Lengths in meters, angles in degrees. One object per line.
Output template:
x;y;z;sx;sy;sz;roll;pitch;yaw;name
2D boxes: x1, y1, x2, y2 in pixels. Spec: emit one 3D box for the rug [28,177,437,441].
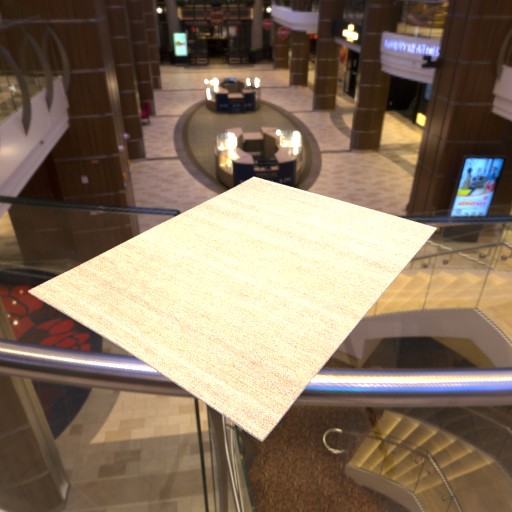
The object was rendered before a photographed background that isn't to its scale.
0.000;0.000;4.274;2.467;0.046;3.245;21;38;30;rug
